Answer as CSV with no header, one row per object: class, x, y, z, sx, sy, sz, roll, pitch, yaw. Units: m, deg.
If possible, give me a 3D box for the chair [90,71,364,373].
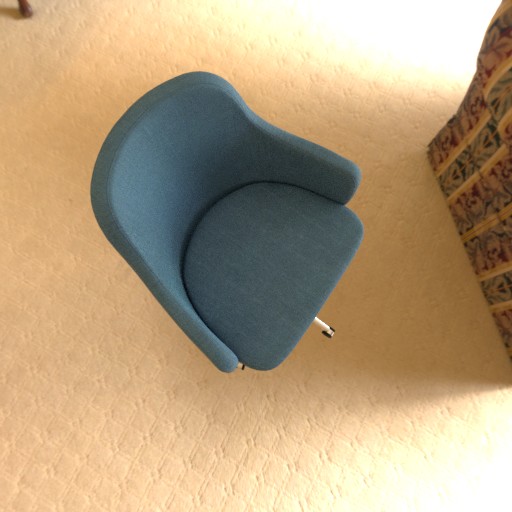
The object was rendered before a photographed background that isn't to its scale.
chair,0.000,0.000,1.228,0.655,0.820,0.599,34,78,8
